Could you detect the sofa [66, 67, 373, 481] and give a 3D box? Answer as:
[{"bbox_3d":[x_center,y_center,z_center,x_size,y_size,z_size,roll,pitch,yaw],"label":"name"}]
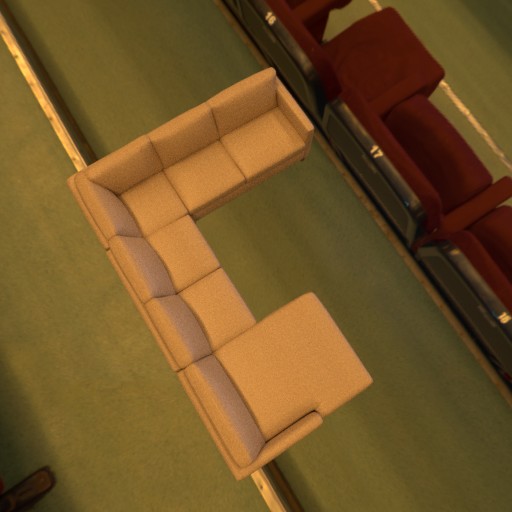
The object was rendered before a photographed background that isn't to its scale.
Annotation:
[{"bbox_3d":[0.000,0.000,4.678,2.594,0.961,3.460,-32,77,-8],"label":"sofa"}]
